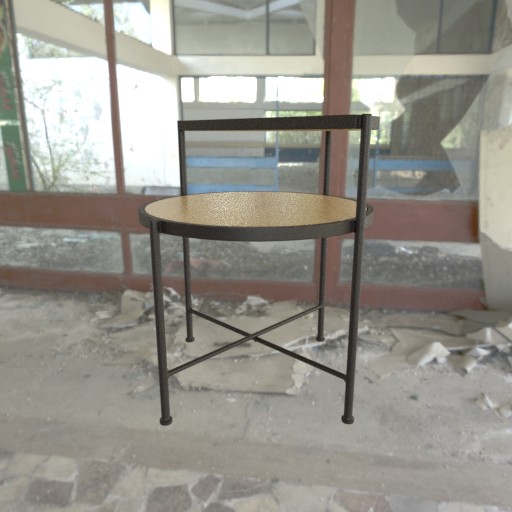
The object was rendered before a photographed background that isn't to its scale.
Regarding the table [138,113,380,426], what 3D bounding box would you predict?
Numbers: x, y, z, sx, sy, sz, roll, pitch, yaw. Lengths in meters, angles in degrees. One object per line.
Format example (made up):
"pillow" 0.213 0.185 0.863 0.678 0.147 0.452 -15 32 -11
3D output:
"table" 0.000 0.000 1.149 0.629 0.684 0.628 14 21 42
